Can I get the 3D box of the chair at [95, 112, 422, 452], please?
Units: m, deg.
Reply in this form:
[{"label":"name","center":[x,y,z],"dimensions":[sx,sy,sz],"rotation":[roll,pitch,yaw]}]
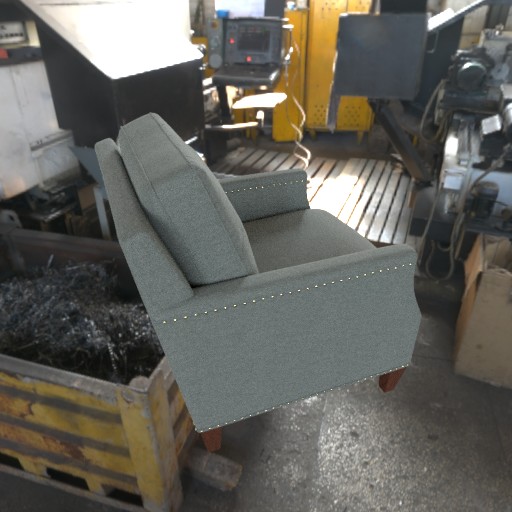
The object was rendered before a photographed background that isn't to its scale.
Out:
[{"label":"chair","center":[0.000,0.000,1.755],"dimensions":[1.031,1.031,0.885],"rotation":[-11,33,-18]}]
